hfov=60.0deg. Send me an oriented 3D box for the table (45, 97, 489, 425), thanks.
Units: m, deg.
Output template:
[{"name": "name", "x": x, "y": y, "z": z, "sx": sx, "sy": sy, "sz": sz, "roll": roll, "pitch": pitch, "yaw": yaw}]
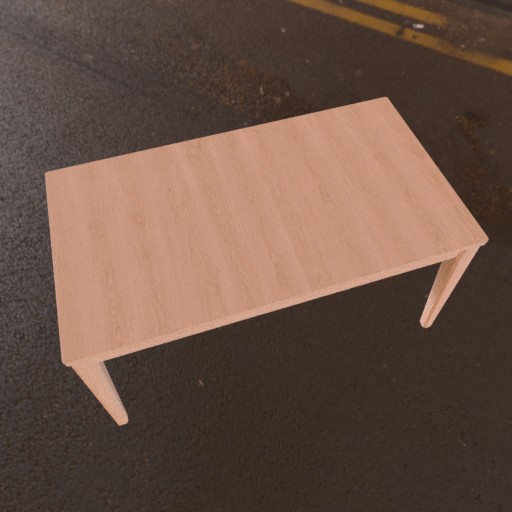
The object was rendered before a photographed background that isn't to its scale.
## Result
[{"name": "table", "x": 0.000, "y": 0.000, "z": 2.041, "sx": 1.600, "sy": 0.760, "sz": 0.900, "roll": -15, "pitch": 59, "yaw": -9}]
